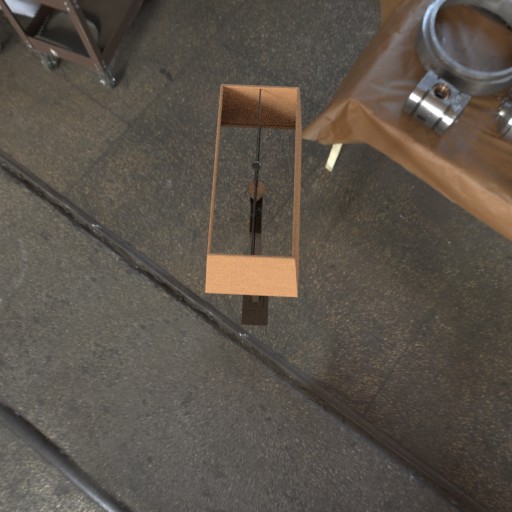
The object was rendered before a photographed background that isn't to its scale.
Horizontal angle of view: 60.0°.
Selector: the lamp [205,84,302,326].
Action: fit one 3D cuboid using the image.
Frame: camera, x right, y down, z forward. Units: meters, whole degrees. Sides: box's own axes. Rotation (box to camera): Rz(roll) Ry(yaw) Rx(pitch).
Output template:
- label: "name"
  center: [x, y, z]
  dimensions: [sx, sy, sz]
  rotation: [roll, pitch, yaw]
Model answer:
- label: "lamp"
  center: [0.000, 0.000, 1.655]
  dimensions: [0.233, 1.469, 0.475]
  rotation: [3, 75, 1]
